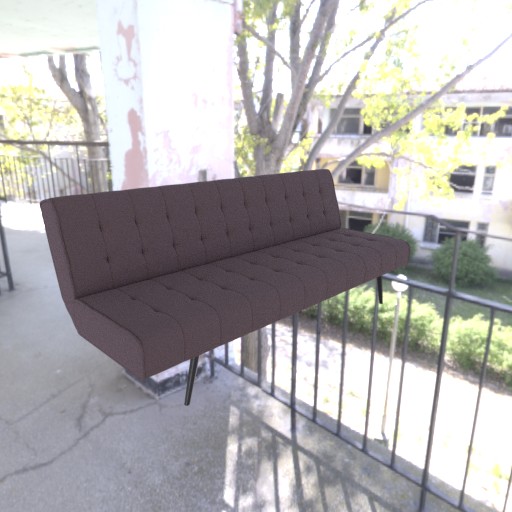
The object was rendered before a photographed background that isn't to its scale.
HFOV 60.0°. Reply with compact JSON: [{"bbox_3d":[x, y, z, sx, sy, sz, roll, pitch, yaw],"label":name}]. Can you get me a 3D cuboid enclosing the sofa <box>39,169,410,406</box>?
[{"bbox_3d":[0.000,0.000,2.142,1.703,0.699,0.747,-16,22,-43],"label":"sofa"}]
